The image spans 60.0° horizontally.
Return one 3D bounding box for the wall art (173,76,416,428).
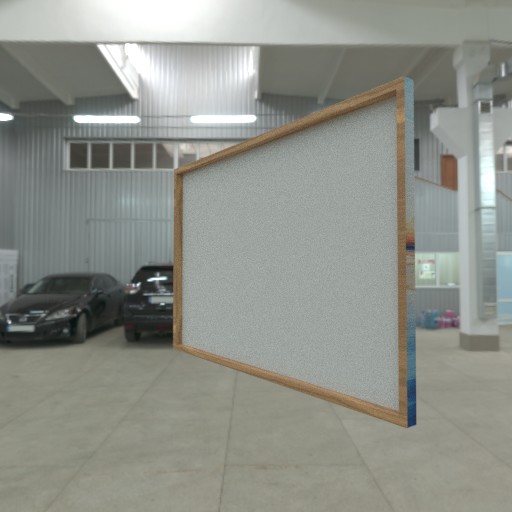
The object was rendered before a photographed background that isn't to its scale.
[{"bbox_3d":[0.000,0.000,0.754,0.018,0.402,0.604,1,-2,-36],"label":"wall art"}]
